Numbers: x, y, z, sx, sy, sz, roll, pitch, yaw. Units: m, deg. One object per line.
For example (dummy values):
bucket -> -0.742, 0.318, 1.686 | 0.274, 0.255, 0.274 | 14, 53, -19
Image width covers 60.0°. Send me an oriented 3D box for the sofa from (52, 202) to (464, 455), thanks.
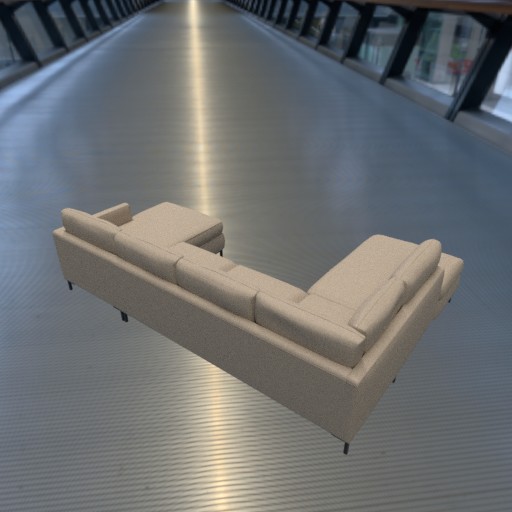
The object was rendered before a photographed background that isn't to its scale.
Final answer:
sofa -> 0.000, 0.000, 3.565 | 2.737, 0.756, 1.879 | 21, 36, 32
